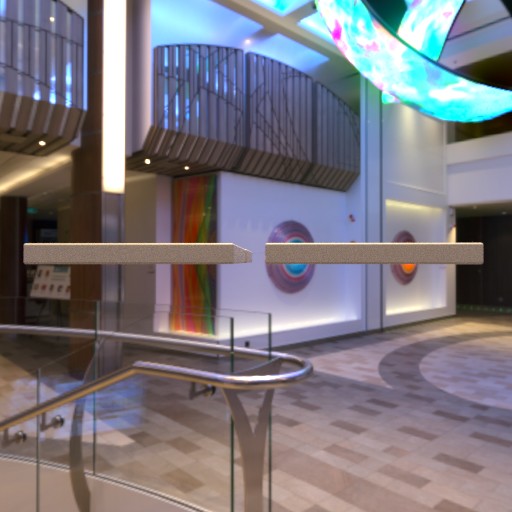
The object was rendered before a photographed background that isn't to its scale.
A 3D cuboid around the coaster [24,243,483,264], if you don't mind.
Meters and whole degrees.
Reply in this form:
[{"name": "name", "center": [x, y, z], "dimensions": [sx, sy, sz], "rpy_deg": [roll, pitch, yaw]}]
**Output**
[{"name": "coaster", "center": [0.000, 0.000, 0.317], "dimensions": [0.219, 0.010, 0.214], "rpy_deg": [0, -1, 2]}]
